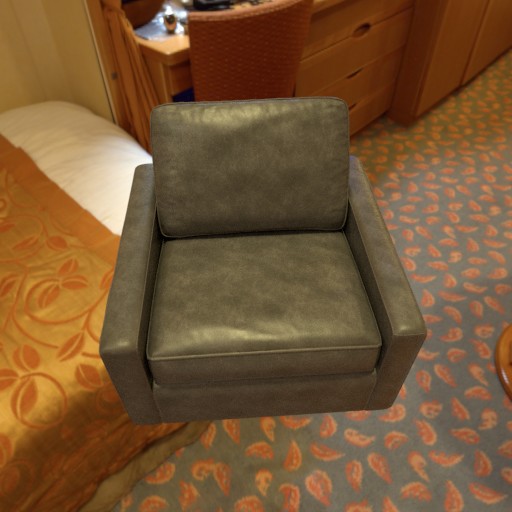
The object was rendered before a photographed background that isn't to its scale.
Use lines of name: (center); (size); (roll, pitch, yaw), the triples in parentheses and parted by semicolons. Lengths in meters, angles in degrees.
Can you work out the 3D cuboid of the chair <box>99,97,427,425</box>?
chair: (0.000, 0.000, 1.700); (1.006, 0.916, 0.939); (-3, 47, -3)
